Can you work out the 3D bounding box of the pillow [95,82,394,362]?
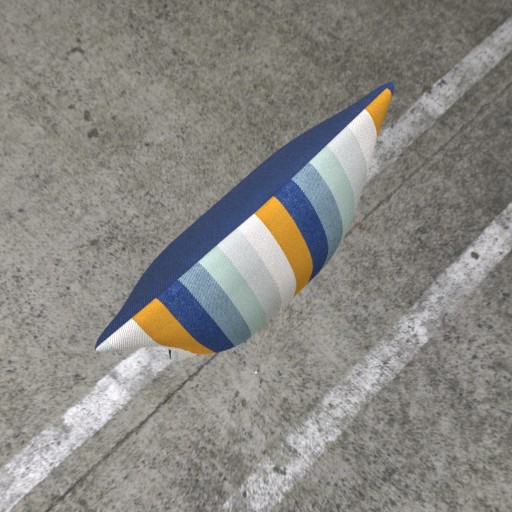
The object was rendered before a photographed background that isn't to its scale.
[{"bbox_3d":[0.000,0.000,0.718,0.463,0.454,0.173,-43,79,-10],"label":"pillow"}]
